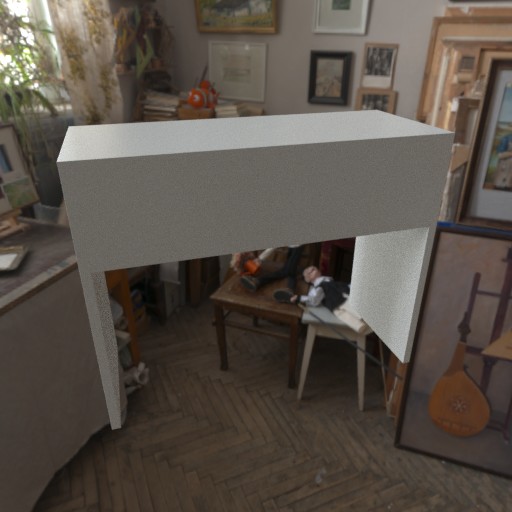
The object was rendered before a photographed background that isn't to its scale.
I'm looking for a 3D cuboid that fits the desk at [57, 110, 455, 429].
[{"bbox_3d":[0.000,0.000,1.413,1.000,0.790,0.400,-8,28,-15],"label":"desk"}]
